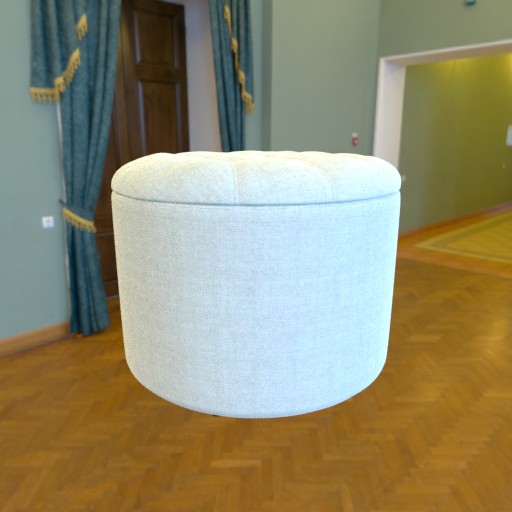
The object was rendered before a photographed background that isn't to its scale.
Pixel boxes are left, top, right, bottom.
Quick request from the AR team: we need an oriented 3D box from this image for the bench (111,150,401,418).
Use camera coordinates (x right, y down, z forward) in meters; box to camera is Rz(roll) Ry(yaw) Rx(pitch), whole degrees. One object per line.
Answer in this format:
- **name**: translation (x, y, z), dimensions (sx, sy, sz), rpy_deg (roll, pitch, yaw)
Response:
- **bench**: translation (0.000, 0.000, 0.999), dimensions (0.600, 0.453, 0.600), rpy_deg (0, 15, 0)
